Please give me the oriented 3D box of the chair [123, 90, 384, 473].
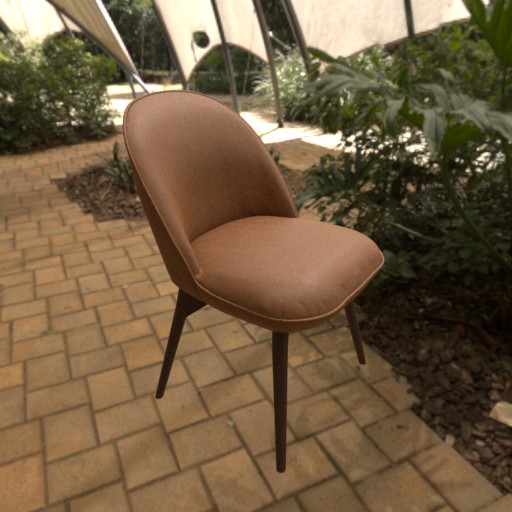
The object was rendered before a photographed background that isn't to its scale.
[{"bbox_3d":[0.000,0.000,1.229,0.631,0.831,0.521,17,31,32],"label":"chair"}]
